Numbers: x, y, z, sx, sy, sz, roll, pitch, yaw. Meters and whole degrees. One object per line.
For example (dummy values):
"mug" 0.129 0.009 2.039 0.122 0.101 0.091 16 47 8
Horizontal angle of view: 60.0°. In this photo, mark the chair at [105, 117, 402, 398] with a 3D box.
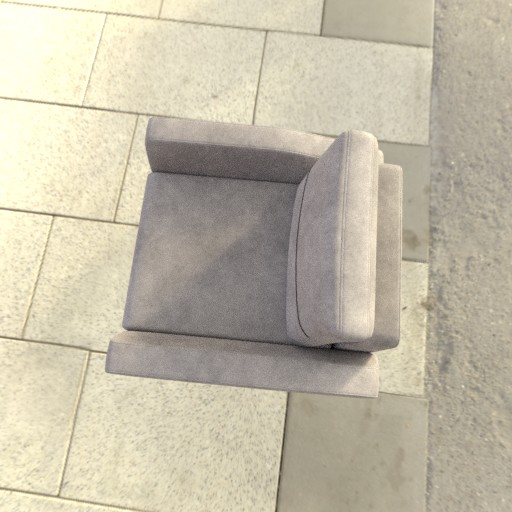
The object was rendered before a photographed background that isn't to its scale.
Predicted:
"chair" 0.000 0.000 1.580 0.900 0.800 0.900 5 75 1
